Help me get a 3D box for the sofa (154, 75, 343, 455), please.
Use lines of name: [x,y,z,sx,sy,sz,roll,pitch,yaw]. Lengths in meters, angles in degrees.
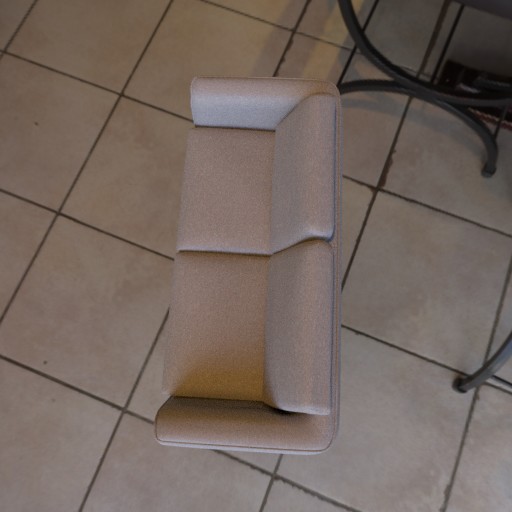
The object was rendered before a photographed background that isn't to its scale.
sofa: [0.000,0.000,2.530,0.920,0.870,2.000,3,76,1]
